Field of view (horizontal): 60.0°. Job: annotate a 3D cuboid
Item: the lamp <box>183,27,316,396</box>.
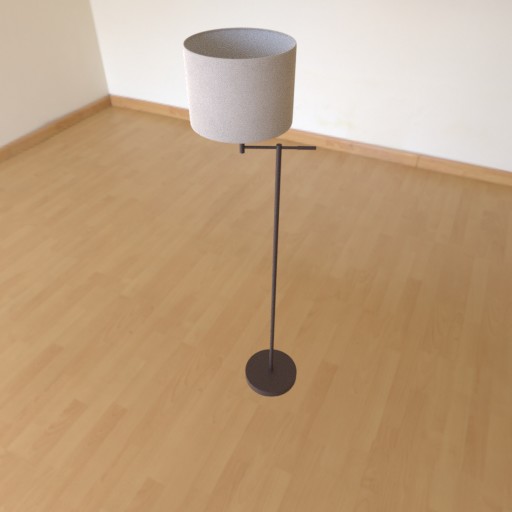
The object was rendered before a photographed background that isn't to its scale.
[{"bbox_3d":[0.000,0.000,1.779,0.416,1.600,0.324,1,40,1],"label":"lamp"}]
